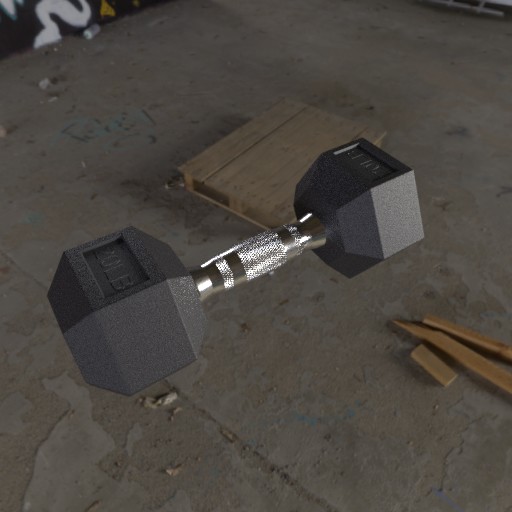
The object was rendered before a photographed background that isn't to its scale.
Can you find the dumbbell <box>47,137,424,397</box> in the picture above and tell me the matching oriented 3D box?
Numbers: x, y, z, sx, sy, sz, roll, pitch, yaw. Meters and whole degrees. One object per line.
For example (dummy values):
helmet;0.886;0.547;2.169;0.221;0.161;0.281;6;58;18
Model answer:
dumbbell;0.000;0.000;0.352;0.297;0.101;0.116;-25;50;-22
